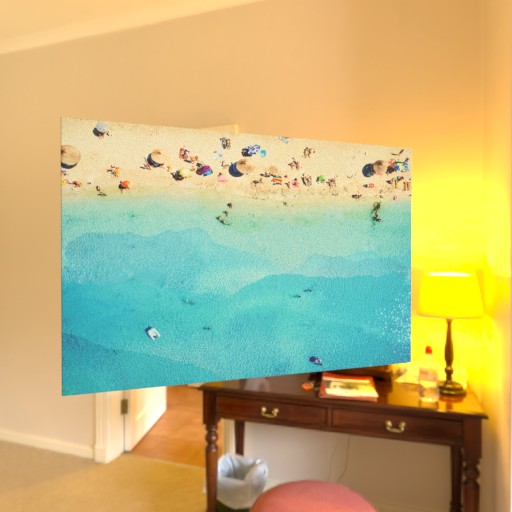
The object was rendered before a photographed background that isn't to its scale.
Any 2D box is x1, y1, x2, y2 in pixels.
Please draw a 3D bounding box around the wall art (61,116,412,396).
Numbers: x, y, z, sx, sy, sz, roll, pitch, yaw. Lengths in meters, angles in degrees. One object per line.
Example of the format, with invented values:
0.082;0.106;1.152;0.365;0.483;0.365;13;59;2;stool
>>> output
0.000;0.000;0.758;0.609;0.406;0.039;0;1;-19;wall art
